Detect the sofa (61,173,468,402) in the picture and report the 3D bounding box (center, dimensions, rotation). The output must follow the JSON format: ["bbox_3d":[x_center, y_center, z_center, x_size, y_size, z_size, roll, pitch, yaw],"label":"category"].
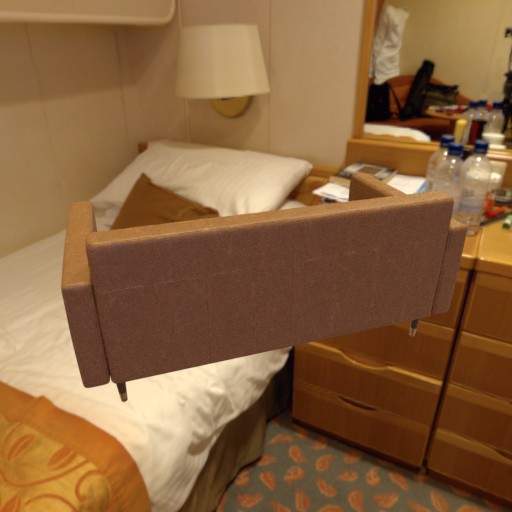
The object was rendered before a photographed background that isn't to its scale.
[{"bbox_3d":[0.000,0.000,2.378,1.847,0.821,0.993,-8,28,-16],"label":"sofa"}]
